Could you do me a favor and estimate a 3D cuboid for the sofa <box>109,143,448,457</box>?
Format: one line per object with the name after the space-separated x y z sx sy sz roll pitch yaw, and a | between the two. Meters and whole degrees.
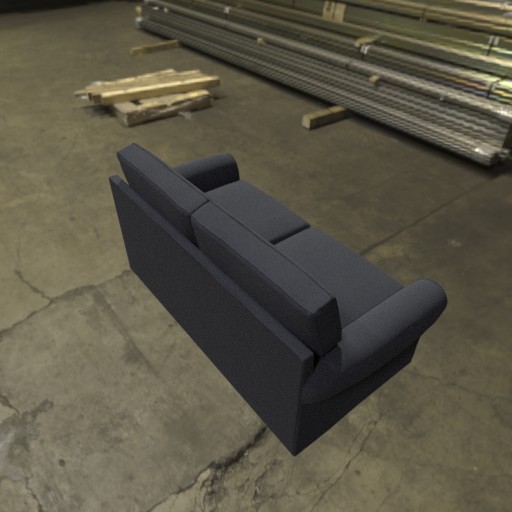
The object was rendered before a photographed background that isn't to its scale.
0.000 0.000 2.648 0.951 1.031 2.009 -27 47 -28 | sofa
